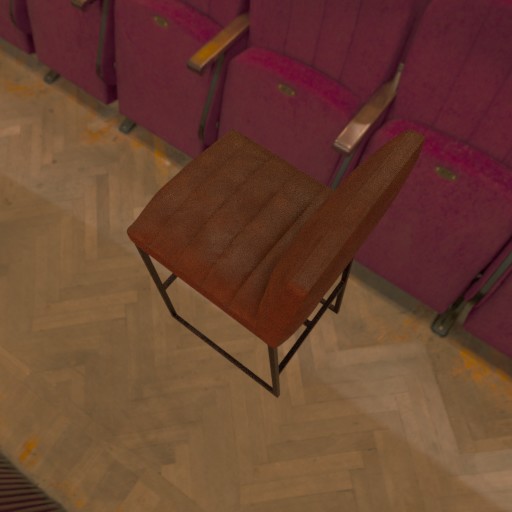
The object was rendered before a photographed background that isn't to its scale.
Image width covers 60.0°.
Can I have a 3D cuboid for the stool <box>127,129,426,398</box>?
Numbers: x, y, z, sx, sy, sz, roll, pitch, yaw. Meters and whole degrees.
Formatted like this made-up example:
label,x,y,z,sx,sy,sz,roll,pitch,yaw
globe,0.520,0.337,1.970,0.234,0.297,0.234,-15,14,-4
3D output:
label,x,y,z,sx,sy,sz,roll,pitch,yaw
stool,0.000,0.000,1.357,0.562,1.065,0.463,34,68,16
